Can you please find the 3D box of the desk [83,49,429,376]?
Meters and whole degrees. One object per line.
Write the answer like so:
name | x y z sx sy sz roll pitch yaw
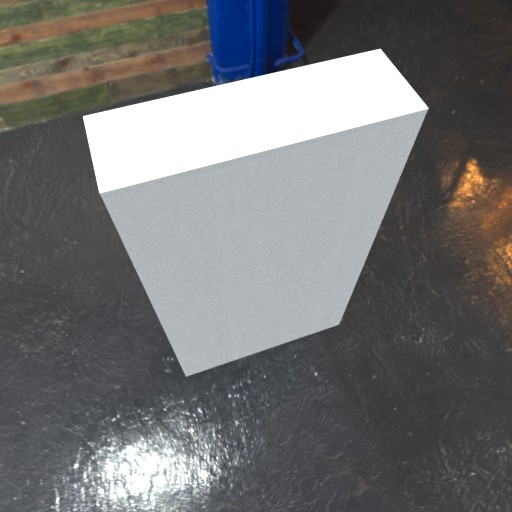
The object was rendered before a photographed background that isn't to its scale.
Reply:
desk | 0.000 0.000 1.558 0.750 1.280 0.250 -17 60 -10
